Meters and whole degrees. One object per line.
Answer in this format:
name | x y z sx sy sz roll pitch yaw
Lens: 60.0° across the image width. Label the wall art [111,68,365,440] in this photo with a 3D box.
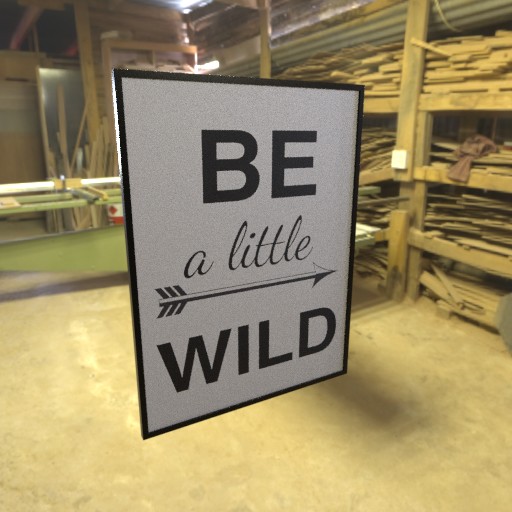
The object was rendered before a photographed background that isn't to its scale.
wall art | 0.000 0.000 0.778 0.442 0.582 0.013 -9 18 -28
